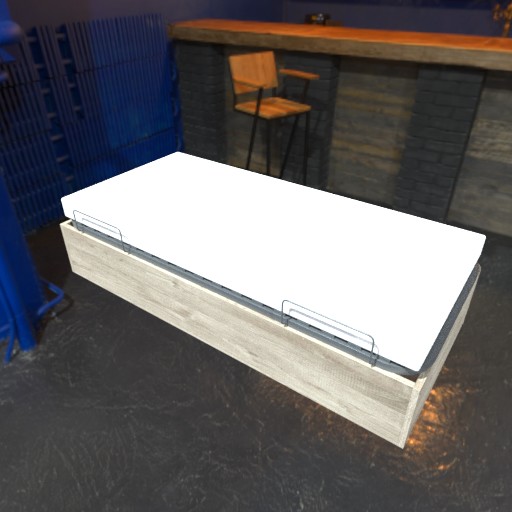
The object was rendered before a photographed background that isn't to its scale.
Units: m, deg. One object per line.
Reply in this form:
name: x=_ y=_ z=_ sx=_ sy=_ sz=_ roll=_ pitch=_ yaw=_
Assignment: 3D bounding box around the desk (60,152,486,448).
desk: x=0.000 y=0.000 z=2.205 sx=1.900 sy=0.455 sz=0.900 roll=21 pitch=38 yaw=29
